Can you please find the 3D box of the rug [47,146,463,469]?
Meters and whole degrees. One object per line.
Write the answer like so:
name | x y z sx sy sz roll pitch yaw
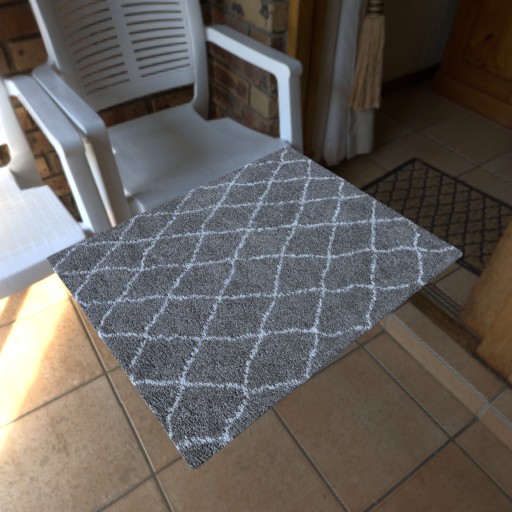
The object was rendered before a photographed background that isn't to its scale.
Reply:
rug | 0.000 0.000 4.133 3.047 0.029 2.438 -30 53 -27
